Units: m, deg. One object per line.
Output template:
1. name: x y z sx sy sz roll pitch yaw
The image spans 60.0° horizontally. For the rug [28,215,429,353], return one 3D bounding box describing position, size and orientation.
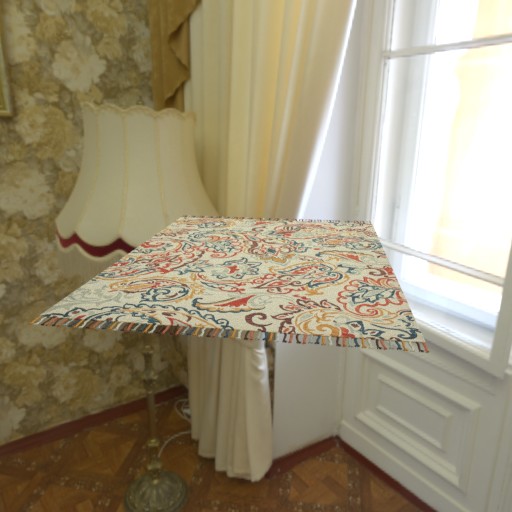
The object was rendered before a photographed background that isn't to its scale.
1. rug: 0.000 0.000 4.179 2.439 0.015 3.274 3 18 8
